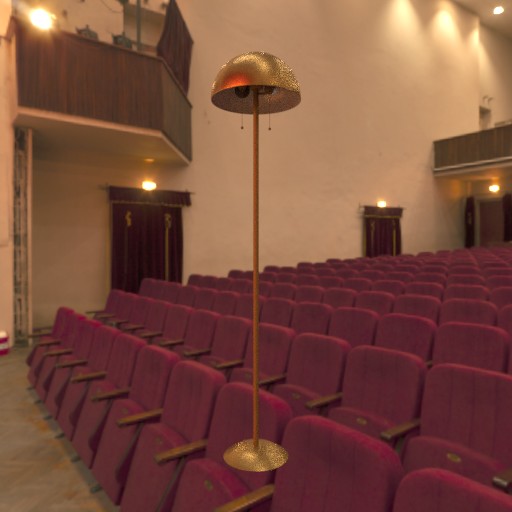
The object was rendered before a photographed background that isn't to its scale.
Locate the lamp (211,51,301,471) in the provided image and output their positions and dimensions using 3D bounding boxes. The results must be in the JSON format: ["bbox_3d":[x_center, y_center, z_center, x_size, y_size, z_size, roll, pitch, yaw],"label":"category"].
[{"bbox_3d":[0.000,0.000,1.631,0.328,1.480,0.328,-1,1,-35],"label":"lamp"}]
